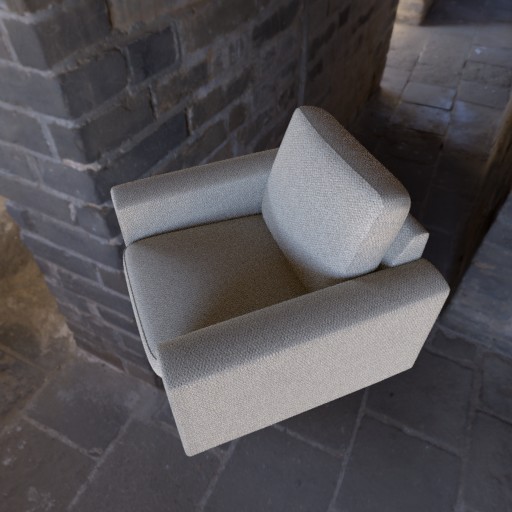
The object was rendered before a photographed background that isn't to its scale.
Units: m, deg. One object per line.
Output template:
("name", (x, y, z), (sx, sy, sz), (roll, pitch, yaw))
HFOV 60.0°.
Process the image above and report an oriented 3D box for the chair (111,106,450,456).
("chair", (0.000, 0.000, 1.759), (1.016, 0.873, 1.005), (-16, 49, -15))
